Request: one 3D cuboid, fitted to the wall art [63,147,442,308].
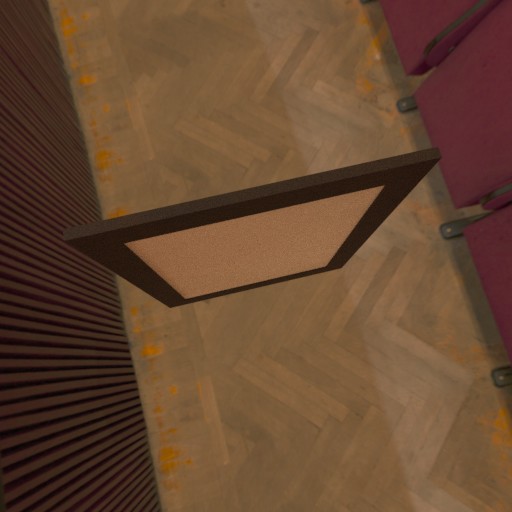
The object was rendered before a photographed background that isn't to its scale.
[{"bbox_3d":[0.000,0.000,0.658,0.359,0.508,0.013,-13,77,-3],"label":"wall art"}]
